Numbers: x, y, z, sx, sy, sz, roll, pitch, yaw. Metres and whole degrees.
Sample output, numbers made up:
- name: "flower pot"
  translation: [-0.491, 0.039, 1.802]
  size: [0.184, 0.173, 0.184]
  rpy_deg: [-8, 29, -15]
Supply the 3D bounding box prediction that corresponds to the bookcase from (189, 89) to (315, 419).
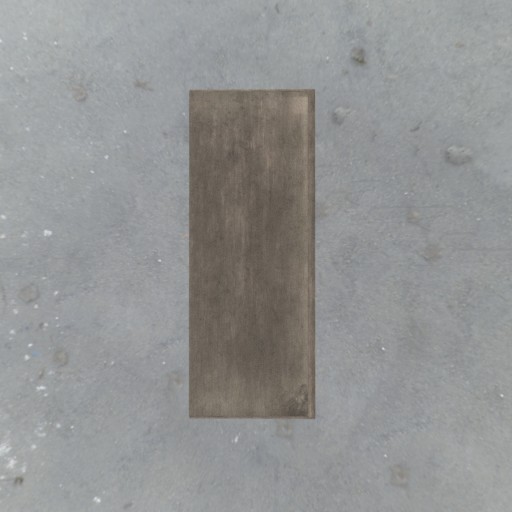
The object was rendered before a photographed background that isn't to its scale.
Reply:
- name: "bookcase"
  translation: [0.000, 0.000, 2.144]
  size: [0.348, 1.880, 0.906]
  rpy_deg: [0, 90, 1]
